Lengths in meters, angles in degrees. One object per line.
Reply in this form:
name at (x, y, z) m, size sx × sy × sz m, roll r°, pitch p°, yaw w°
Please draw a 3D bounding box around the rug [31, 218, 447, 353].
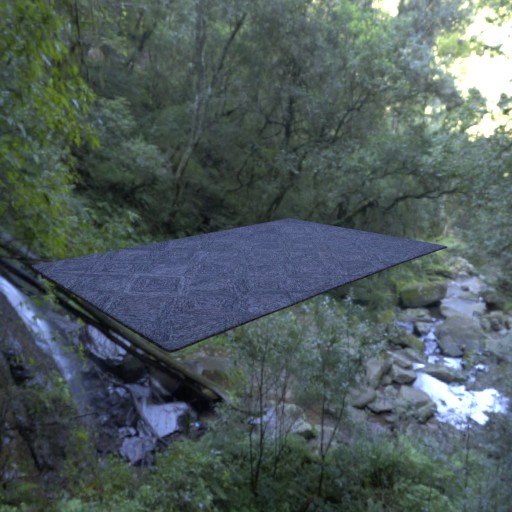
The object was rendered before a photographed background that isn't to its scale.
rug at (0.000, 0.000, 2.198) m, size 1.752 × 0.013 × 1.158 m, roll -14°, pitch 21°, yaw -42°
